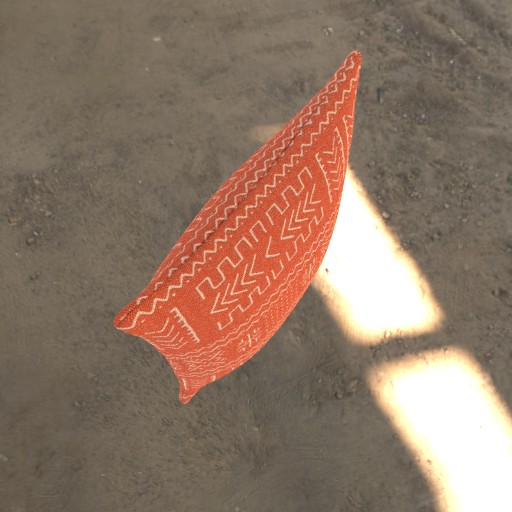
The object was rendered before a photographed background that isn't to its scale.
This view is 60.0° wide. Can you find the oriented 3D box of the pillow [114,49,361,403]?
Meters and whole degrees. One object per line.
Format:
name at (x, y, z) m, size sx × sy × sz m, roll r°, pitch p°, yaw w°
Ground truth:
pillow at (0.000, 0.000, 0.654) m, size 0.164 × 0.429 × 0.438 m, roll 33°, pitch 68°, yaw 15°
